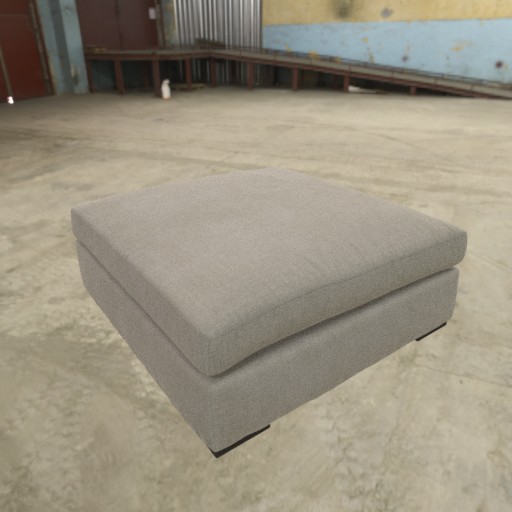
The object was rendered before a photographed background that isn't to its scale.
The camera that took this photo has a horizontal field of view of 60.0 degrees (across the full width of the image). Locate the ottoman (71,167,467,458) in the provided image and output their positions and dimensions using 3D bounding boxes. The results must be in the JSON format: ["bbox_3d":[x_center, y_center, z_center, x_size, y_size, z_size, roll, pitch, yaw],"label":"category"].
[{"bbox_3d":[0.000,0.000,1.827,1.171,0.517,1.203,-18,31,-32],"label":"ottoman"}]
